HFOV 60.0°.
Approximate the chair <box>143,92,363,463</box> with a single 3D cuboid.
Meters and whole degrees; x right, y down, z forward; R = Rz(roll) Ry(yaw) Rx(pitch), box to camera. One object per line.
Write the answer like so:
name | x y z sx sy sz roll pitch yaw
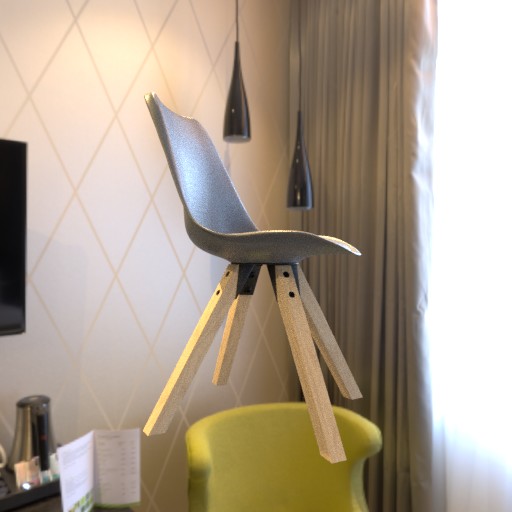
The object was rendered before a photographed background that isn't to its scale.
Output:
chair | 0.000 0.000 1.193 0.550 0.850 0.485 0 1 18
